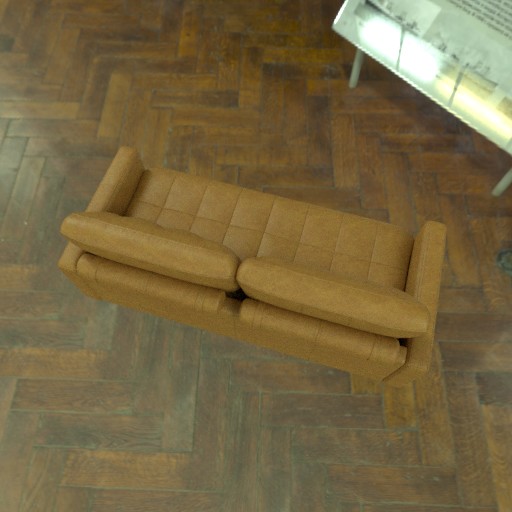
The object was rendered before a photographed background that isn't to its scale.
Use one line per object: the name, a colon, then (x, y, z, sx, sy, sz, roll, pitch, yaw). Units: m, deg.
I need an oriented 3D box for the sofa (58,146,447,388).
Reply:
sofa: (0.000, 0.000, 2.304, 1.821, 0.898, 0.850, 15, 65, 7)
